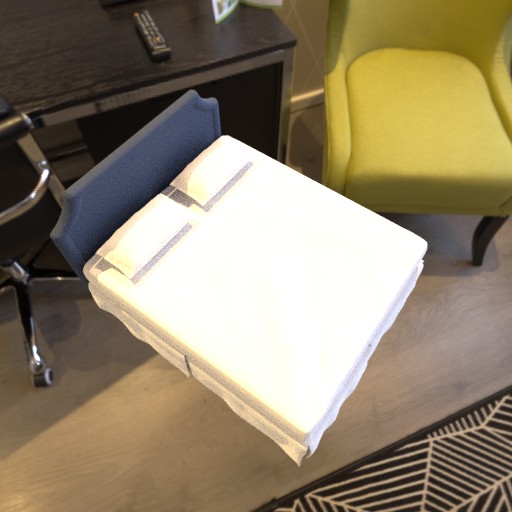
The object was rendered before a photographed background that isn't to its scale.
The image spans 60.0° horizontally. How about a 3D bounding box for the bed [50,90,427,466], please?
[{"bbox_3d":[0.000,0.000,4.194,2.773,1.488,2.350,32,64,18],"label":"bed"}]
